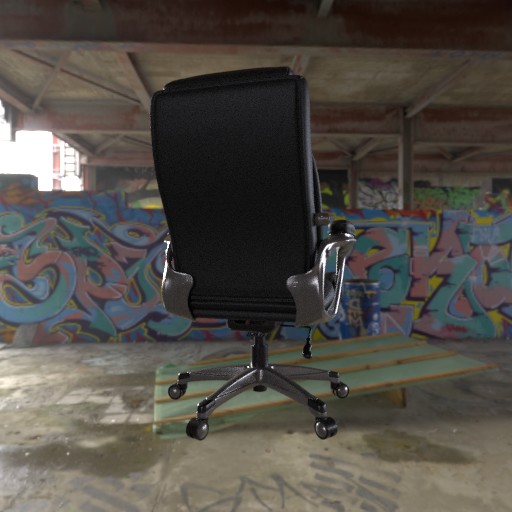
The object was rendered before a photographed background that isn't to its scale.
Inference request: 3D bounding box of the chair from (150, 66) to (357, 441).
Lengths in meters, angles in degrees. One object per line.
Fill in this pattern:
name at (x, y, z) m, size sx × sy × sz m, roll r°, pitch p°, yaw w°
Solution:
chair at (0.000, 0.000, 1.703) m, size 0.741 × 1.167 × 0.784 m, roll 0°, pitch 1°, yaw 17°
